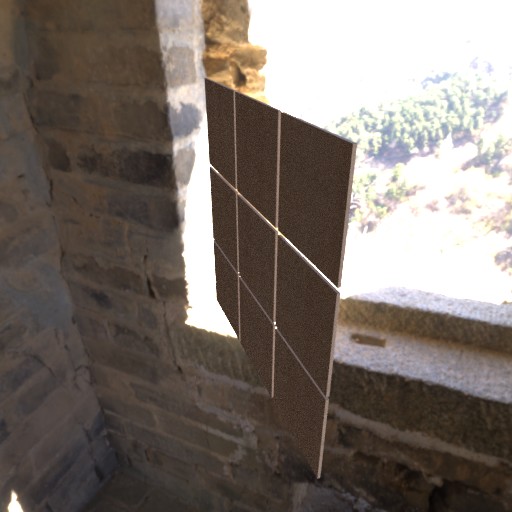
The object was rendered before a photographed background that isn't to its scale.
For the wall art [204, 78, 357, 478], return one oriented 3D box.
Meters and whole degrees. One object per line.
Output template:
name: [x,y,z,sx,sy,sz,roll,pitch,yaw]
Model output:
wall art: [0.000,0.000,1.808,0.013,1.218,1.219,-11,31,-19]
